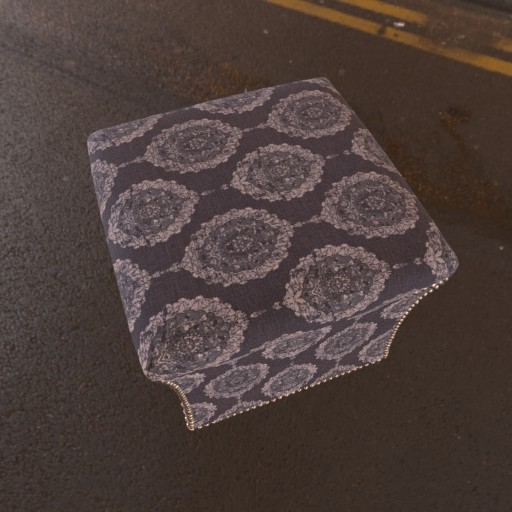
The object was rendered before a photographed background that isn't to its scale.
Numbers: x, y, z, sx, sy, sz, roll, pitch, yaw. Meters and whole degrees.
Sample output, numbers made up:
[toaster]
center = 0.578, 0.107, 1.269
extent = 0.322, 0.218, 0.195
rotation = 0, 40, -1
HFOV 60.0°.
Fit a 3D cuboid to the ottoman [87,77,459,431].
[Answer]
[ottoman]
center = 0.000, 0.000, 0.907
extent = 0.507, 0.475, 0.497
rotation = -17, 60, -10
